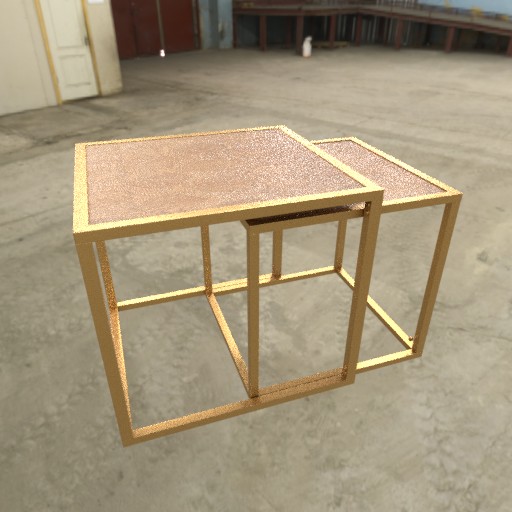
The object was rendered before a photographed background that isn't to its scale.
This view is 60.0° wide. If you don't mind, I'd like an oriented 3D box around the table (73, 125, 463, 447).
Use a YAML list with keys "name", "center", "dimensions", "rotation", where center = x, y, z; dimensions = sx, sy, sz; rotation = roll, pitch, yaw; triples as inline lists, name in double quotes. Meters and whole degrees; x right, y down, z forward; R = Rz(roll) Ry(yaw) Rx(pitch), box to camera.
- name: "table"
  center: [0.000, 0.000, 1.110]
  dimensions: [0.762, 0.505, 0.505]
  rotation: [-10, 32, -16]
